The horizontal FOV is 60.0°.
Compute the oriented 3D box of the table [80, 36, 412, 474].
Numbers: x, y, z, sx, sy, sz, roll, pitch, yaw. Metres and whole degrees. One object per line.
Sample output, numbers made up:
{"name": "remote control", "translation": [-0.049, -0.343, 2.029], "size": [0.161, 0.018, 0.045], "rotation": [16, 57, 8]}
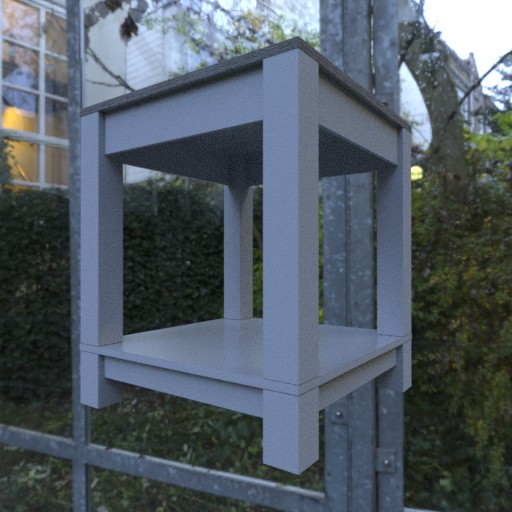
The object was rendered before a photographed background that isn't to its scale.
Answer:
{"name": "table", "translation": [0.000, 0.000, 0.945], "size": [0.504, 0.587, 0.506], "rotation": [0, 0, 36]}
